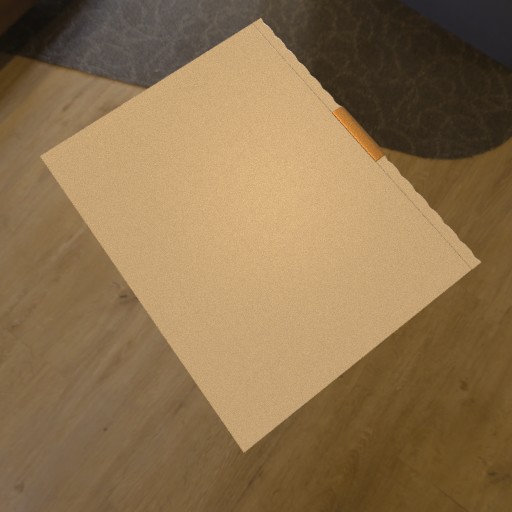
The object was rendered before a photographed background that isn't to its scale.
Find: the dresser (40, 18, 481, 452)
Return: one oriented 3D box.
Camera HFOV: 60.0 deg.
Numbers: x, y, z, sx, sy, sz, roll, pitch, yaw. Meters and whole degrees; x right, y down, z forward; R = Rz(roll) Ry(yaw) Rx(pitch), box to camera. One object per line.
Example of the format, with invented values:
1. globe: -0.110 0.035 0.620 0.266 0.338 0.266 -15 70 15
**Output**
1. dresser: 0.000 0.000 0.904 0.414 0.568 0.503 -36 78 -9
